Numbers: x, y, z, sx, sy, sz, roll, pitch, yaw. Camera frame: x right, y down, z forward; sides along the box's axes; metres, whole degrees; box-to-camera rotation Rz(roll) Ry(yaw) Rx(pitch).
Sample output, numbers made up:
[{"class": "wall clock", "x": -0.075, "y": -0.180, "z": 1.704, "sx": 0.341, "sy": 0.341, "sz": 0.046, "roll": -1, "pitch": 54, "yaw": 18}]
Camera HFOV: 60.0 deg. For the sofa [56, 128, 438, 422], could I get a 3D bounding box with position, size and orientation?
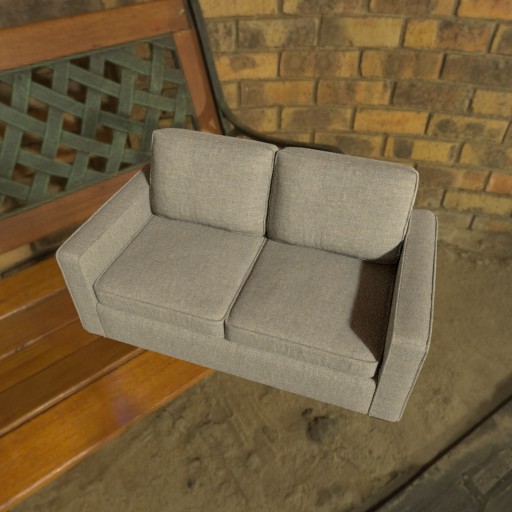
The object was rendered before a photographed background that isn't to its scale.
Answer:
[{"class": "sofa", "x": 0.000, "y": 0.000, "z": 2.271, "sx": 1.706, "sy": 0.915, "sz": 0.945, "roll": 13, "pitch": 43, "yaw": 14}]
